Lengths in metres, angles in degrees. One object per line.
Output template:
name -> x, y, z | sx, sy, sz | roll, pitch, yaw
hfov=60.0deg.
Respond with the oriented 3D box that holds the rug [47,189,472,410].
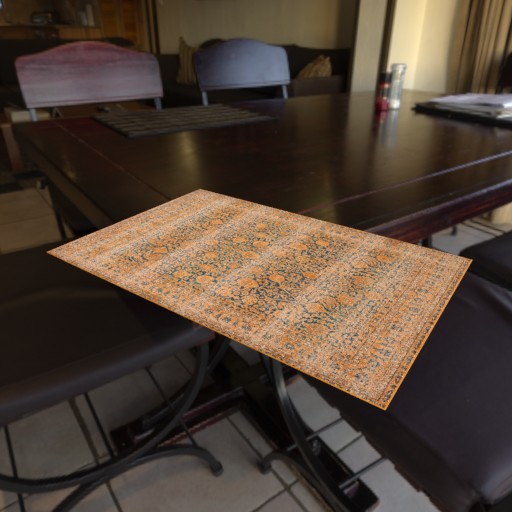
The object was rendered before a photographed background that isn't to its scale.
rug -> 0.000, 0.000, 2.902 | 2.336, 0.007, 1.525 | 18, 33, 31
